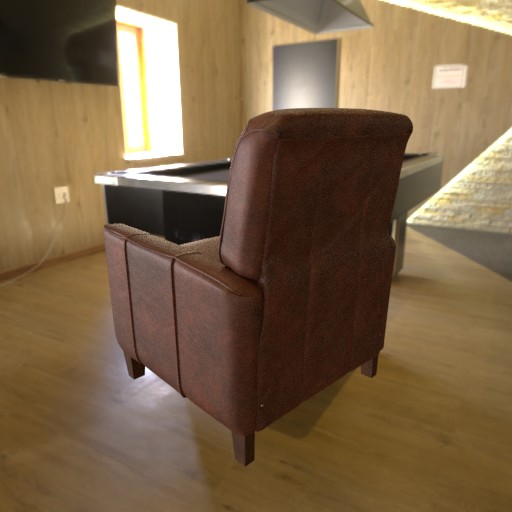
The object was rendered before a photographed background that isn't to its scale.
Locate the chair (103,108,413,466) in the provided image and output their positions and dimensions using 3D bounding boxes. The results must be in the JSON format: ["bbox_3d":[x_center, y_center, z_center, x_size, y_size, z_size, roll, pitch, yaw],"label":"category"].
[{"bbox_3d":[0.000,0.000,1.667,0.843,1.043,0.836,-16,23,-41],"label":"chair"}]
